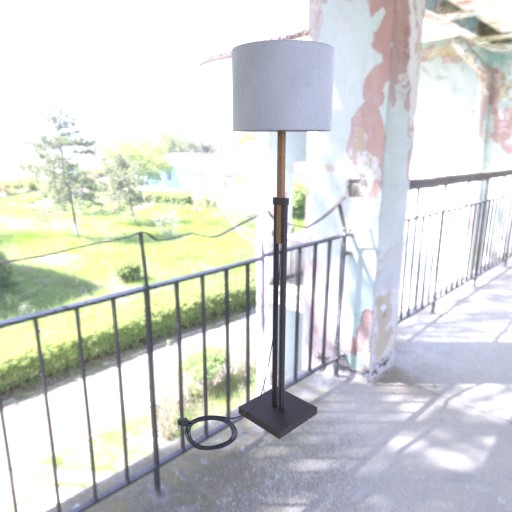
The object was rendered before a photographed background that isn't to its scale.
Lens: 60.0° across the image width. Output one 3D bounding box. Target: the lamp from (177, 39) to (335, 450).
[{"bbox_3d":[0.000,0.000,1.909,0.639,1.650,0.474,-14,20,-43],"label":"lamp"}]
